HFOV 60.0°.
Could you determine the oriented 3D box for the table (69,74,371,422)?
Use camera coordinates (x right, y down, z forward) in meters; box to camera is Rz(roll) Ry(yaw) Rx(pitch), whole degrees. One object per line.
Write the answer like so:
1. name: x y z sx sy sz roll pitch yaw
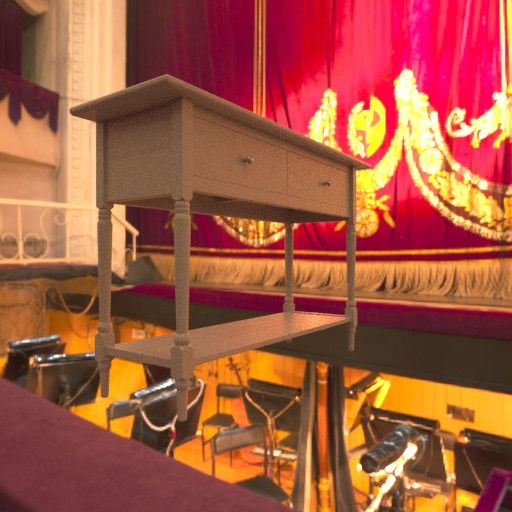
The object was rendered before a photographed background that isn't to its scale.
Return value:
1. table: 0.000 0.000 1.571 0.384 0.808 1.197 0 0 36
